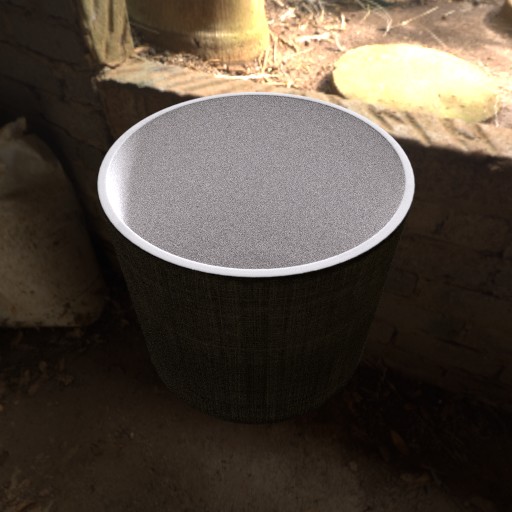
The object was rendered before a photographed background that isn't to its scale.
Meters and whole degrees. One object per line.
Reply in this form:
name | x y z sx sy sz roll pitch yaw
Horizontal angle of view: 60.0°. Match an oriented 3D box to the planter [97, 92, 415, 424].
planter | 0.000 0.000 0.443 0.254 0.221 0.254 0 46 0
